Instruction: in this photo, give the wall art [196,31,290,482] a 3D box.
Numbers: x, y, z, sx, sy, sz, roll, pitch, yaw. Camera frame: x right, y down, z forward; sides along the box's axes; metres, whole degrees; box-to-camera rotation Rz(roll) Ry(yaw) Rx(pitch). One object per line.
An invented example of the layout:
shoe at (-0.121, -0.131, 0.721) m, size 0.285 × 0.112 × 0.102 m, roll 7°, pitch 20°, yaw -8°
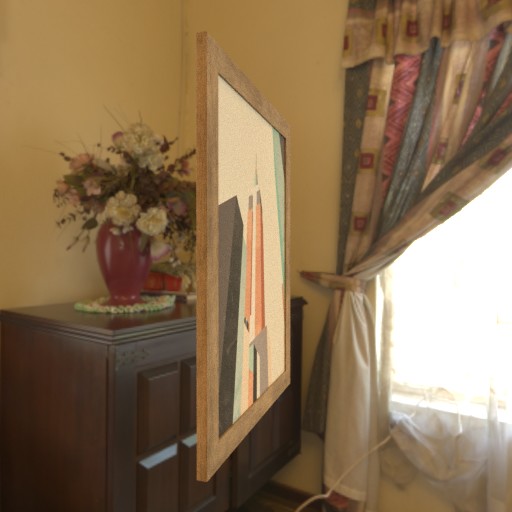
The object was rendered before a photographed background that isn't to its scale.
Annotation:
wall art at (0.000, 0.000, 0.930) m, size 0.018 × 0.686 × 0.534 m, roll 0°, pitch 1°, yaw 18°
